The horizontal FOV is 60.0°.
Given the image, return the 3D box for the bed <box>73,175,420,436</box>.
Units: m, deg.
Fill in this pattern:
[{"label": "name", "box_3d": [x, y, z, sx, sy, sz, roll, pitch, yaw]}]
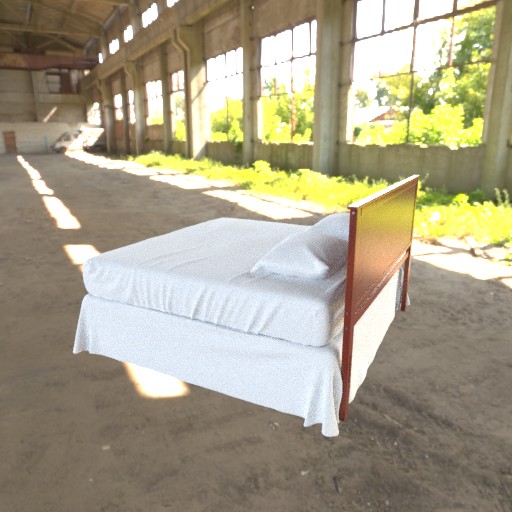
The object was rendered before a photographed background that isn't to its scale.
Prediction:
[{"label": "bed", "box_3d": [0.000, 0.000, 3.719, 2.219, 1.271, 2.314, 8, 17, 27]}]
